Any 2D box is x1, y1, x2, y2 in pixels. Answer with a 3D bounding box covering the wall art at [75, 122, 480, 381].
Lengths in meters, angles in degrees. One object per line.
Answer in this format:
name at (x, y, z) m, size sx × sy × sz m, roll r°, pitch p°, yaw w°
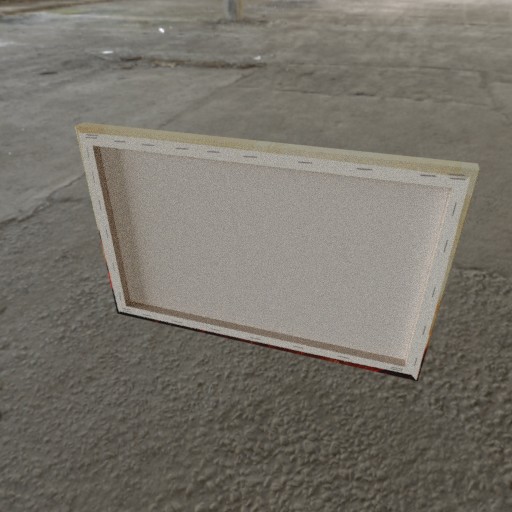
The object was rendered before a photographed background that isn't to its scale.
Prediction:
wall art at (0.000, 0.000, 1.148) m, size 0.918 × 0.602 × 0.038 m, roll 10°, pitch 35°, yaw 14°
